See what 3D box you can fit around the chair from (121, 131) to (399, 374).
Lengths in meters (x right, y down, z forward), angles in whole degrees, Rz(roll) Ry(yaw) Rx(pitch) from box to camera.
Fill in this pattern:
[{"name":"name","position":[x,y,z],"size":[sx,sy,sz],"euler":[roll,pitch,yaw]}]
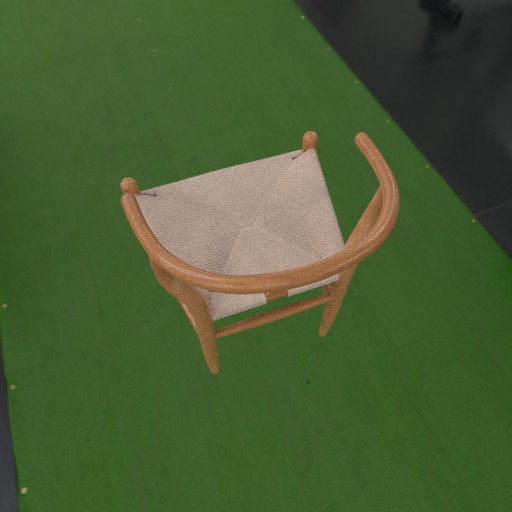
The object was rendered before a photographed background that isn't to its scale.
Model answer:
[{"name":"chair","position":[0.000,0.000,1.169],"size":[0.569,0.730,0.579],"euler":[-17,59,-10]}]
